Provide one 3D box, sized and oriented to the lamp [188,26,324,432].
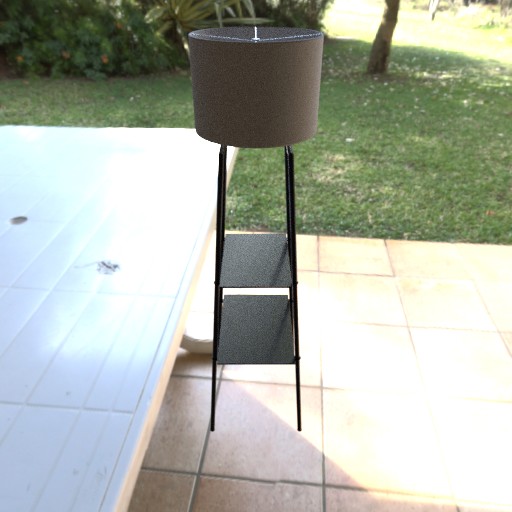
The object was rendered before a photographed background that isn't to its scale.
[{"bbox_3d":[0.000,0.000,1.633,0.384,1.474,0.427,0,33,0],"label":"lamp"}]
